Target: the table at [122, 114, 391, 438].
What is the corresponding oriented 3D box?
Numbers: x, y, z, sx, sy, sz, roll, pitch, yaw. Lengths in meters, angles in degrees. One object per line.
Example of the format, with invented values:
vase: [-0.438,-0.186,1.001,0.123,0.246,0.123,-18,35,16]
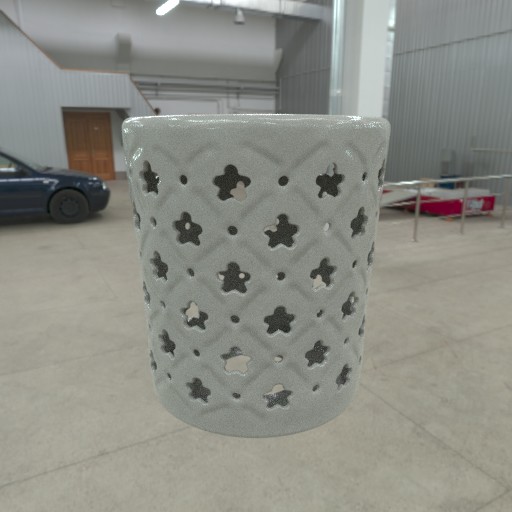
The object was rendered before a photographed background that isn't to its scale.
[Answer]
table: [0.000,0.000,0.647,0.352,0.387,0.352,0,15,0]
